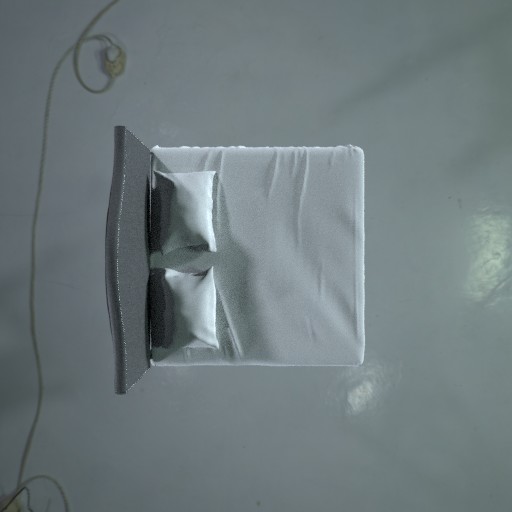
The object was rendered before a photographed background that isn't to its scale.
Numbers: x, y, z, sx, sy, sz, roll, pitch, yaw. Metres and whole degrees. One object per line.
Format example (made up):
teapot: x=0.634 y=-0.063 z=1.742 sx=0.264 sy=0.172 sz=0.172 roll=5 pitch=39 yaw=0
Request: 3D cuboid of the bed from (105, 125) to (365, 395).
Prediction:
bed: x=0.000 y=0.000 z=3.863 sx=2.219 sy=1.651 sz=2.314 roll=0 pitch=90 yaw=0
